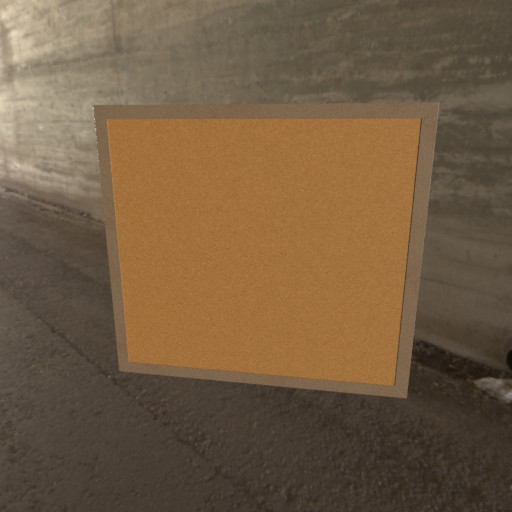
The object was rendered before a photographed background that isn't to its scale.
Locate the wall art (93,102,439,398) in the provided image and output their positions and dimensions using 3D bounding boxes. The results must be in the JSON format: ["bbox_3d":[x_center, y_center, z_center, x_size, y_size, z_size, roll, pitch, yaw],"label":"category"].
[{"bbox_3d":[0.000,0.000,1.643,1.168,1.067,0.025,3,17,9],"label":"wall art"}]
